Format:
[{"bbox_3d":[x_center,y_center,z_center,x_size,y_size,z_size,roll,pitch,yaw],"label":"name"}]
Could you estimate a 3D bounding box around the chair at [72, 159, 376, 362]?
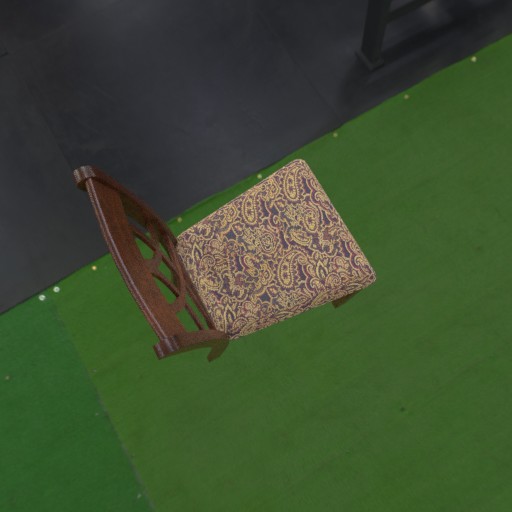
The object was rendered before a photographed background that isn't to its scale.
[{"bbox_3d":[0.000,0.000,1.282,0.584,0.965,0.457,-28,77,-7],"label":"chair"}]
